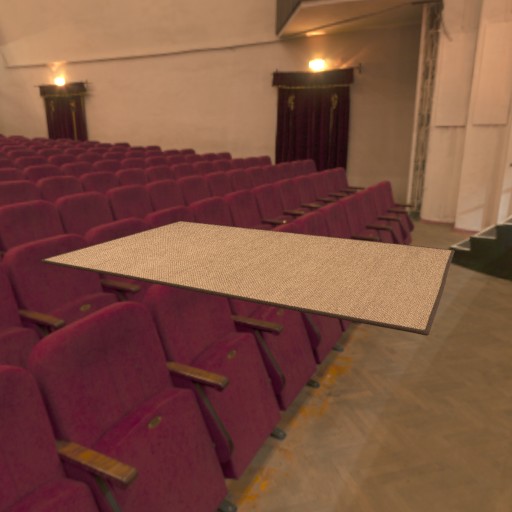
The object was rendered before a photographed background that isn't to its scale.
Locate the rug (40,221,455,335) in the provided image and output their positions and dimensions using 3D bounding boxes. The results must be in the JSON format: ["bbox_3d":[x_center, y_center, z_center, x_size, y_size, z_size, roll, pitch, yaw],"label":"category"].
[{"bbox_3d":[0.000,0.000,2.108,1.676,0.013,1.067,8,17,26],"label":"rug"}]
